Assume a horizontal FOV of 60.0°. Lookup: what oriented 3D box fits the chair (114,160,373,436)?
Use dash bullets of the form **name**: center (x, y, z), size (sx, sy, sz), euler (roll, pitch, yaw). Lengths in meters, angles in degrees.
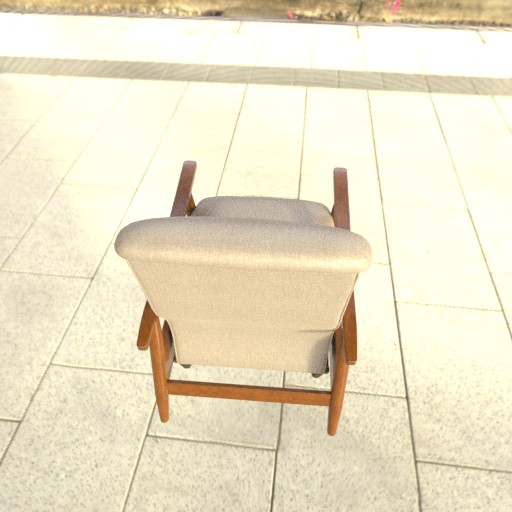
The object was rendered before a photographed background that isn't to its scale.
- **chair**: center (0.000, 0.000, 1.781), size (0.762, 1.082, 1.032), euler (3, 46, 3)
